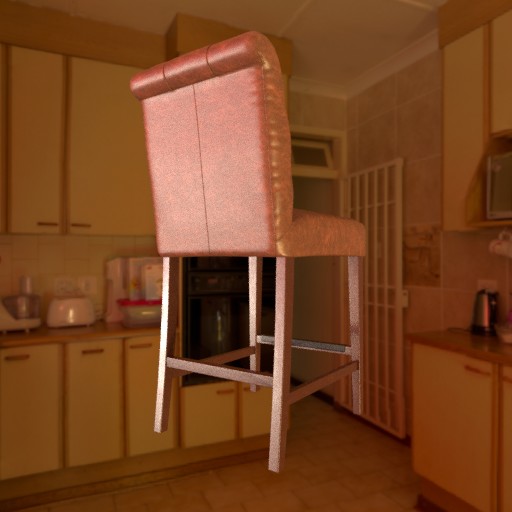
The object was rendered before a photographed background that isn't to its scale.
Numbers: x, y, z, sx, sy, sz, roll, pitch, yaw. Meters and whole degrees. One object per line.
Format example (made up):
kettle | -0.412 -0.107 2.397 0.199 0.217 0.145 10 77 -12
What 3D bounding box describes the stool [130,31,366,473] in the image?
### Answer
stool | 0.000 0.000 1.421 0.486 1.084 0.660 0 0 36
